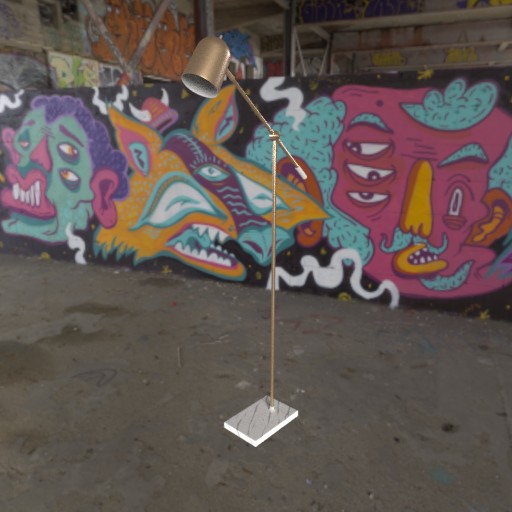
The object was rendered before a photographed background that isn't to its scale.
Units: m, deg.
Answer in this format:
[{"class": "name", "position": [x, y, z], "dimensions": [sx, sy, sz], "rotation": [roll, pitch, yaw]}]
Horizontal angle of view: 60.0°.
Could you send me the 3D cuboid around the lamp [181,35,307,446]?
[{"class": "lamp", "position": [0.000, 0.000, 1.807], "dimensions": [0.194, 1.594, 0.653], "rotation": [13, 20, 41]}]
